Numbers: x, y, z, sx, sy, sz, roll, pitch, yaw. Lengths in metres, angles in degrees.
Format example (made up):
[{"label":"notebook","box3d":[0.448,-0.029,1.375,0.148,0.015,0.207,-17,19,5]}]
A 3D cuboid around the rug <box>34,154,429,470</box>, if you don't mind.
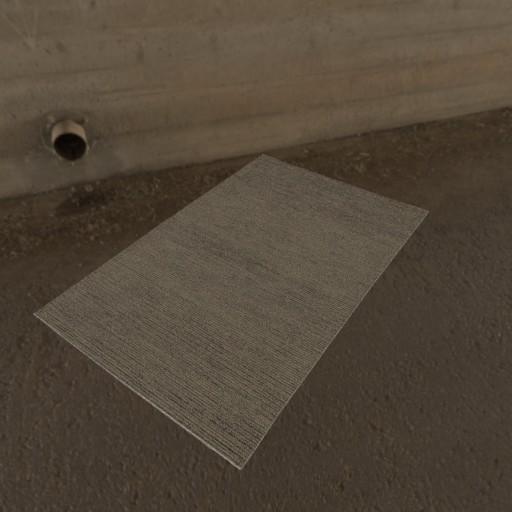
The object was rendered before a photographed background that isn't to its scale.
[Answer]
[{"label":"rug","box3d":[0.000,0.000,2.232,1.149,0.021,1.773,26,48,26]}]
